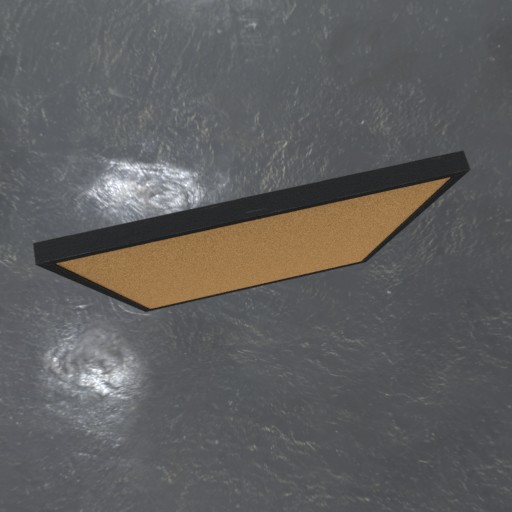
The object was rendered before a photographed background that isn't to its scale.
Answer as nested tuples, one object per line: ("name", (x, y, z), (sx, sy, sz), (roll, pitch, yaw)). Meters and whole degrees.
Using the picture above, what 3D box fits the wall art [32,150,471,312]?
("wall art", (0.000, 0.000, 1.127), (0.761, 0.761, 0.037), (-13, 77, -3))
